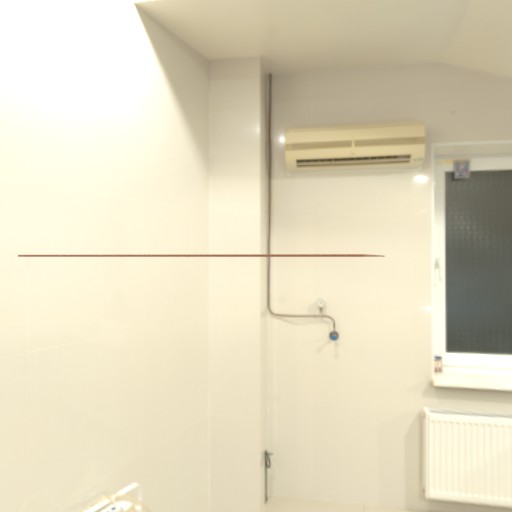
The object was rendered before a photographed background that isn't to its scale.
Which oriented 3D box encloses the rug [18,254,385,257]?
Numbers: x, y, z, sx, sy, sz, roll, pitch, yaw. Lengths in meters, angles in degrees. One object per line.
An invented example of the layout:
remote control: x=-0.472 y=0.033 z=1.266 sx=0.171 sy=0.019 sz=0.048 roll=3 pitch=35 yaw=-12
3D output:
rug: x=0.000 y=0.000 z=2.273 sx=1.217 sy=0.007 sz=1.828 roll=0 pitch=0 yaw=18
